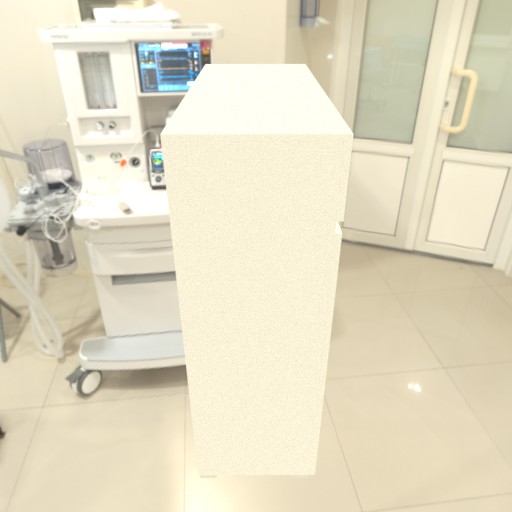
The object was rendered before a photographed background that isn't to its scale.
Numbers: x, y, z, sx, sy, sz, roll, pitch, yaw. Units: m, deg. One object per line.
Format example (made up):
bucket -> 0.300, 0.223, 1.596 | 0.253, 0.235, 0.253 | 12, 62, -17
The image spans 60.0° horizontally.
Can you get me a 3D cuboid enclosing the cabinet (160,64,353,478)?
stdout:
cabinet -> 0.000, 0.000, 1.651 | 0.400, 1.190, 1.000 | 0, 31, 0
